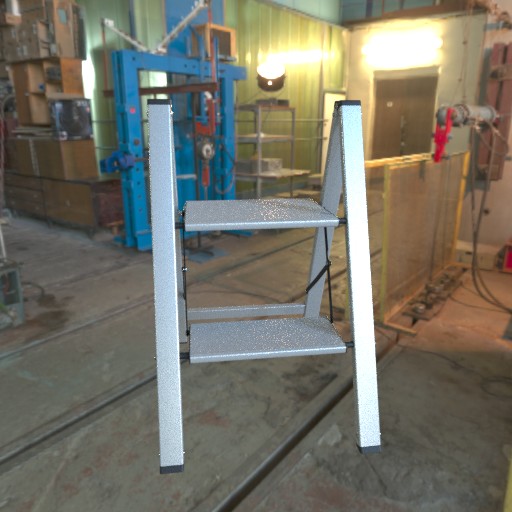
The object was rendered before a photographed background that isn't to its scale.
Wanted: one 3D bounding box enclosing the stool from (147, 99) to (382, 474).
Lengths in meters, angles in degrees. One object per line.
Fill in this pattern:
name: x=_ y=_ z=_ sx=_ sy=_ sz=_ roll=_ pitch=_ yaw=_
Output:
stool: x=0.000 y=0.000 z=1.007 sx=0.440 sy=0.670 sz=0.535 roll=-2 pitch=17 yaw=-7
